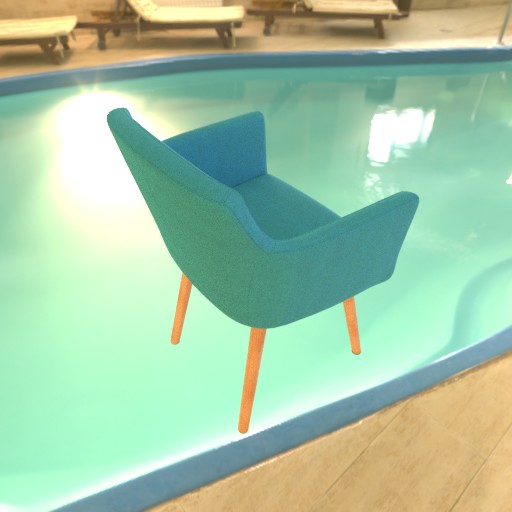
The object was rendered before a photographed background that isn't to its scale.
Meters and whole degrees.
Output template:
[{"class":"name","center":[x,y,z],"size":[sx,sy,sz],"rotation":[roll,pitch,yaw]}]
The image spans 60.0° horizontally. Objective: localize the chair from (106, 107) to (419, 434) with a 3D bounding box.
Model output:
[{"class":"chair","center":[0.000,0.000,1.147],"size":[0.540,0.780,0.570],"rotation":[-26,46,-27]}]
